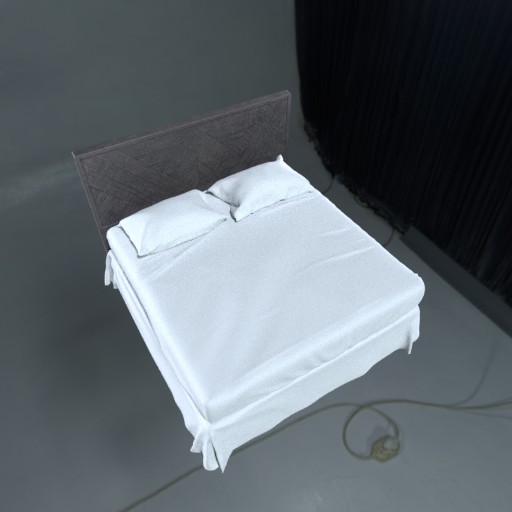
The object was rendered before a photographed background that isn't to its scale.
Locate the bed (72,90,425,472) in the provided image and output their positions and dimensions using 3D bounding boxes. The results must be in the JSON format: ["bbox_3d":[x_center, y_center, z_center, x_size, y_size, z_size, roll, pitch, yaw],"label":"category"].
[{"bbox_3d":[0.000,0.000,2.909,1.772,1.142,1.785,-24,50,-21],"label":"bed"}]
